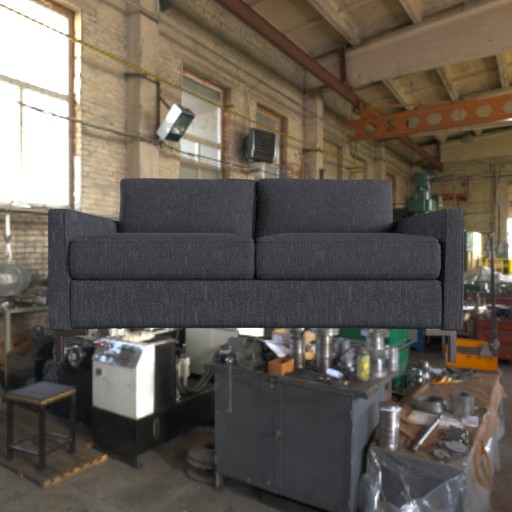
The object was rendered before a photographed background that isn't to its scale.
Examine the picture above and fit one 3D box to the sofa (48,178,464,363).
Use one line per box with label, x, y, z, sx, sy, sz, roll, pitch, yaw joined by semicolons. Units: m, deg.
sofa;0.000;0.000;2.199;1.716;0.862;0.866;0;0;0
